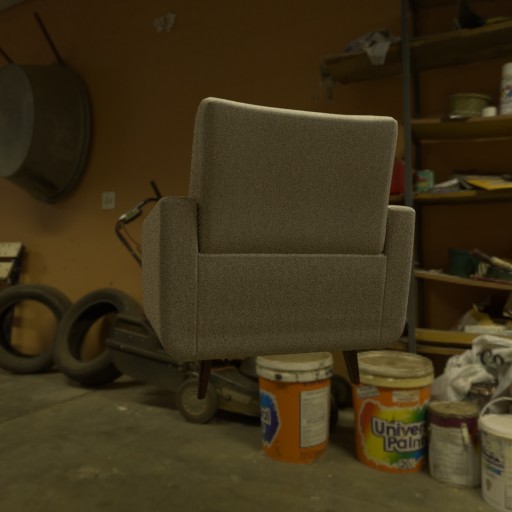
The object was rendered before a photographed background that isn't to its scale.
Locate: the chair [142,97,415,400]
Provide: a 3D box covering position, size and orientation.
[{"bbox_3d":[0.000,0.000,1.882,0.897,0.965,1.128,0,-1,-17],"label":"chair"}]
